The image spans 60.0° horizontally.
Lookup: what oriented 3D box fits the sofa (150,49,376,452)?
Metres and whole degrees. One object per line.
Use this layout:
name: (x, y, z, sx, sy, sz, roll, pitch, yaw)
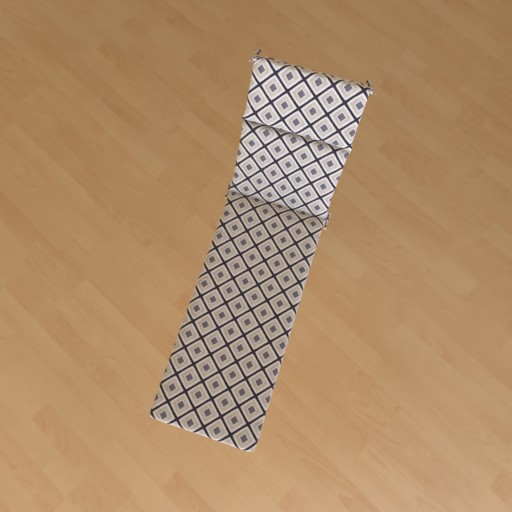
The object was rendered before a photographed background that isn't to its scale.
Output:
sofa: (0.000, 0.000, 2.000, 0.582, 0.622, 1.663, 17, 76, 4)
